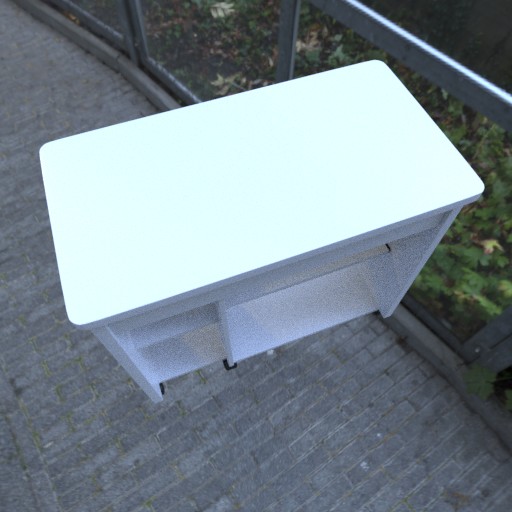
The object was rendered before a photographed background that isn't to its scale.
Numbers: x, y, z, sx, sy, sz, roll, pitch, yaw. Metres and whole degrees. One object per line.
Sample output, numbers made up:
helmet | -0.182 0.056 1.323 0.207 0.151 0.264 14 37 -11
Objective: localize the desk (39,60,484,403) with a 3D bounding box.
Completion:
desk | 0.000 0.000 1.293 0.877 0.763 0.475 -18 61 -10
